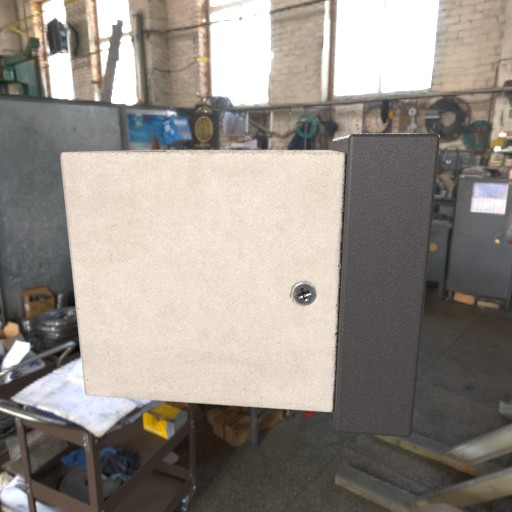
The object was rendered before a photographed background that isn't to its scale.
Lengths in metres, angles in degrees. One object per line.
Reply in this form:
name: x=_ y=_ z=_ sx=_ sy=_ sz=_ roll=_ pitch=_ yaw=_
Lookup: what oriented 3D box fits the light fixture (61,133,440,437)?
light fixture: x=0.000 y=0.000 z=0.233 sx=0.143 sy=0.121 sz=0.121 roll=2 pitch=14 yaw=7
